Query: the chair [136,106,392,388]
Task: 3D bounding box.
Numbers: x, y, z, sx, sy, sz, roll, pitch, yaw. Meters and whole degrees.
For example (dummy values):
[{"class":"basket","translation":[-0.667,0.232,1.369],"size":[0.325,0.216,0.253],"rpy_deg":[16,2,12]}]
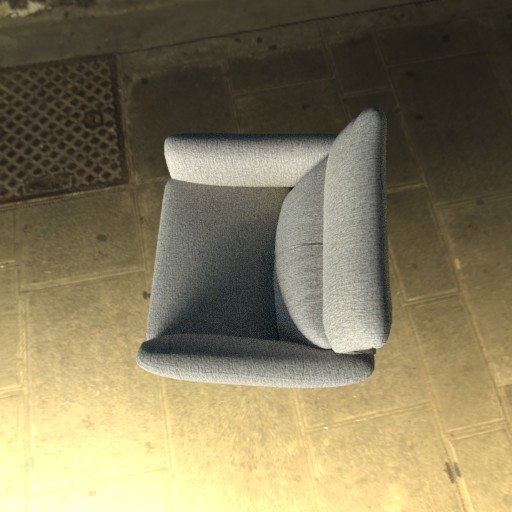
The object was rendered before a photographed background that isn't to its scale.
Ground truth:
[{"class":"chair","translation":[0.000,0.000,1.732],"size":[0.835,0.967,0.972],"rpy_deg":[3,73,1]}]
